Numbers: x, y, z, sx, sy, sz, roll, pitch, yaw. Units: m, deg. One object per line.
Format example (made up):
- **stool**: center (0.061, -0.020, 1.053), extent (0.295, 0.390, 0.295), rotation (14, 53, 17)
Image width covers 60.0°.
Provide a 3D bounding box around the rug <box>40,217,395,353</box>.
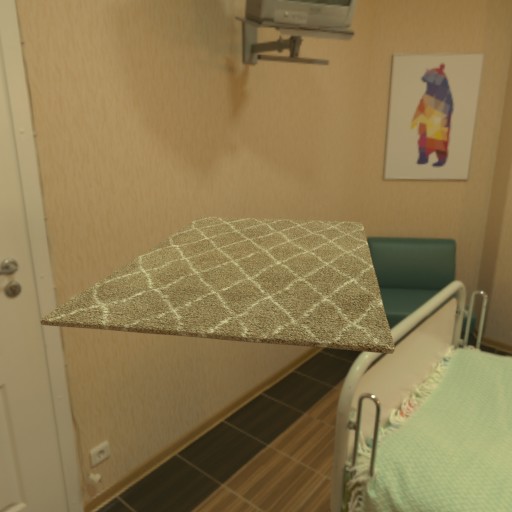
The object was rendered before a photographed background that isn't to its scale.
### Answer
- **rug**: center (0.000, 0.000, 2.984), extent (1.524, 0.030, 2.438), rotation (3, 16, 10)
